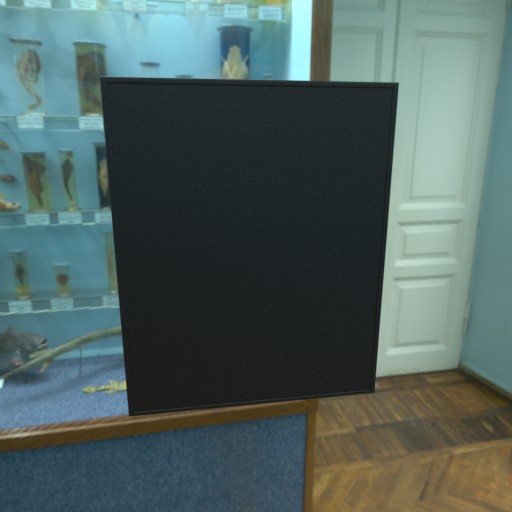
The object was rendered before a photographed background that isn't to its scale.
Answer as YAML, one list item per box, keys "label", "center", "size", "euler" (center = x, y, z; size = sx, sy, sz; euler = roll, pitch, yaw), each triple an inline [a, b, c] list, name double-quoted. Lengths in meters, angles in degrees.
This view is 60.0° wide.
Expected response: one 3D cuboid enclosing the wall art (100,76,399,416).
- label: "wall art"
  center: [0.000, 0.000, 0.744]
  size: [0.451, 0.551, 0.028]
  euler: [-2, 15, -9]
